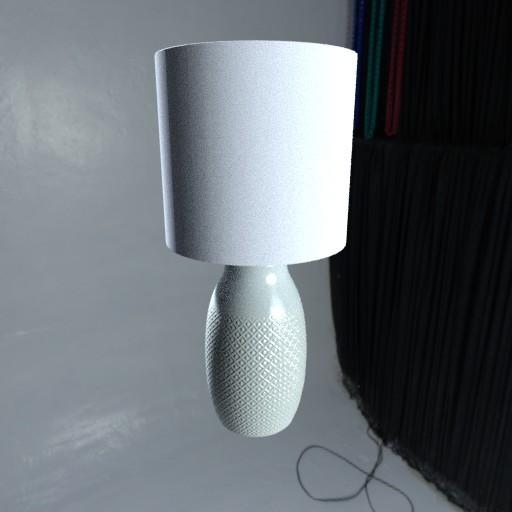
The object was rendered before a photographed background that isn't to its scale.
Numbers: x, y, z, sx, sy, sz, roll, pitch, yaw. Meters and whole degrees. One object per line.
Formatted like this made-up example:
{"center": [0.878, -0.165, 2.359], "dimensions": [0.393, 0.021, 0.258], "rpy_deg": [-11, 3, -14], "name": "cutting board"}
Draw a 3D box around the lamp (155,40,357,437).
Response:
{"center": [0.000, 0.000, 0.550], "dimensions": [0.217, 0.453, 0.217], "rpy_deg": [-9, 19, -27], "name": "lamp"}
